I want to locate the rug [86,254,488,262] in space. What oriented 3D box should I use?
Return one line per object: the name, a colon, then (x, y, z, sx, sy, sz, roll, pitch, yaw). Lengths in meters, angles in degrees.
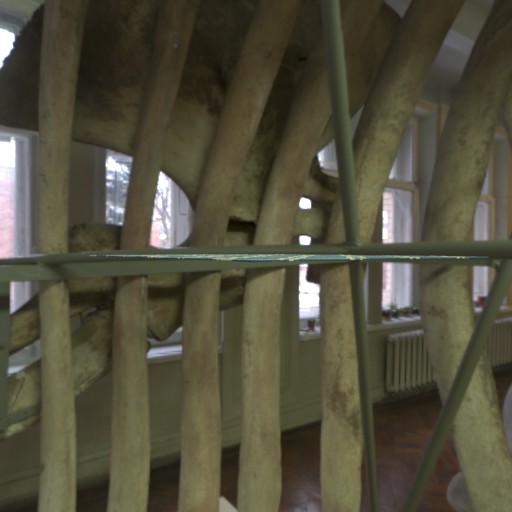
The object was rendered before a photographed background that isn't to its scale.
rug: (0.000, 0.000, 2.763, 1.524, 0.013, 2.135, 0, 1, -35)
